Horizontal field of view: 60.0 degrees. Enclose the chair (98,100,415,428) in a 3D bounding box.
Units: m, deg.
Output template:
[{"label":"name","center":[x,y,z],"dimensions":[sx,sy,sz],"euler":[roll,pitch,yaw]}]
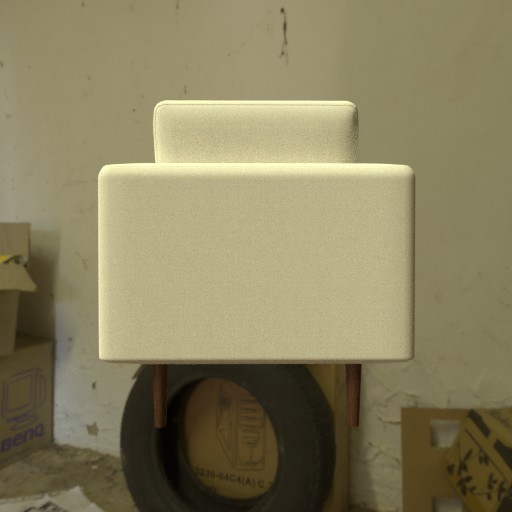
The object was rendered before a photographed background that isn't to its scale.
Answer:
[{"label":"chair","center":[0.000,0.000,1.564],"dimensions":[0.831,0.899,0.879],"euler":[0,1,0]}]
